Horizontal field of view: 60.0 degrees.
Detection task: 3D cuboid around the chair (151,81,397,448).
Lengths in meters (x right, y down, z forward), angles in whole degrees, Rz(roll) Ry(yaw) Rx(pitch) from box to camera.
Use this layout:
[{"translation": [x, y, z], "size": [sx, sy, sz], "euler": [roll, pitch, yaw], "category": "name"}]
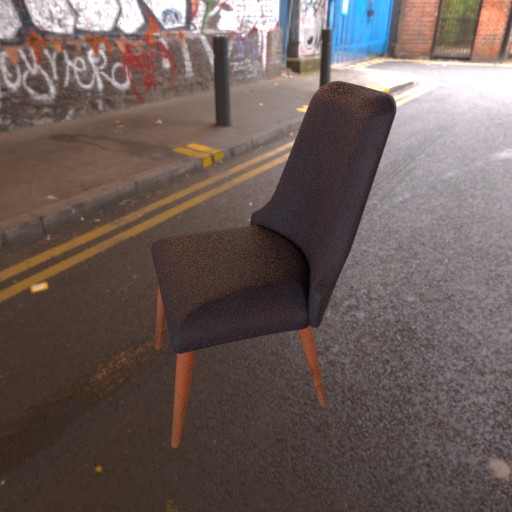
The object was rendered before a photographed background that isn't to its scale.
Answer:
[{"translation": [0.000, 0.000, 1.167], "size": [0.567, 0.820, 0.504], "euler": [-8, 29, -15], "category": "chair"}]
